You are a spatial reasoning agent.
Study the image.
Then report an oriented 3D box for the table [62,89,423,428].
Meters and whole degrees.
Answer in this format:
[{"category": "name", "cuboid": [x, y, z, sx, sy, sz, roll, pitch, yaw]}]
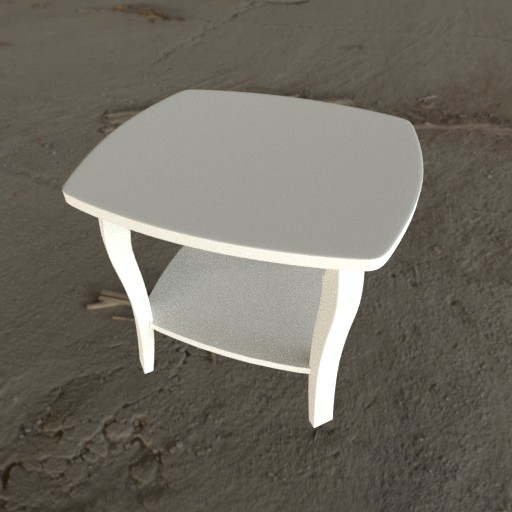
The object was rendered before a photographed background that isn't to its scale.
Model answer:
[{"category": "table", "cuboid": [0.000, 0.000, 0.836, 0.502, 0.438, 0.451, 13, 43, 14]}]
